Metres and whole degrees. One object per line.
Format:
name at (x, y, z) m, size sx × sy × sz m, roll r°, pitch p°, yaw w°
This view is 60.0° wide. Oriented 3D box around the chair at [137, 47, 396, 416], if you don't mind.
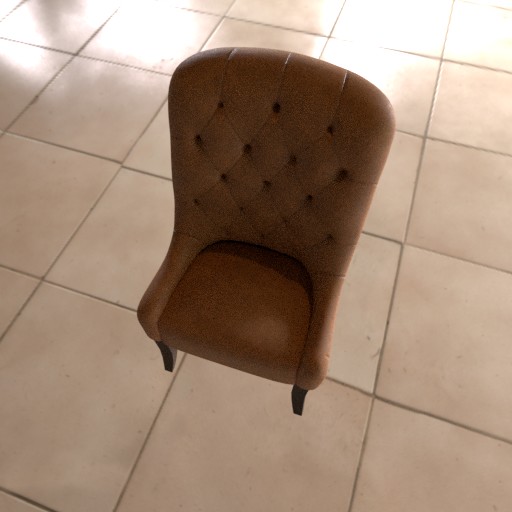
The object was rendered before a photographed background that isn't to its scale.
chair at (0.000, 0.000, 1.452) m, size 0.634 × 1.091 × 0.629 m, roll 16°, pitch 59°, yaw 10°
